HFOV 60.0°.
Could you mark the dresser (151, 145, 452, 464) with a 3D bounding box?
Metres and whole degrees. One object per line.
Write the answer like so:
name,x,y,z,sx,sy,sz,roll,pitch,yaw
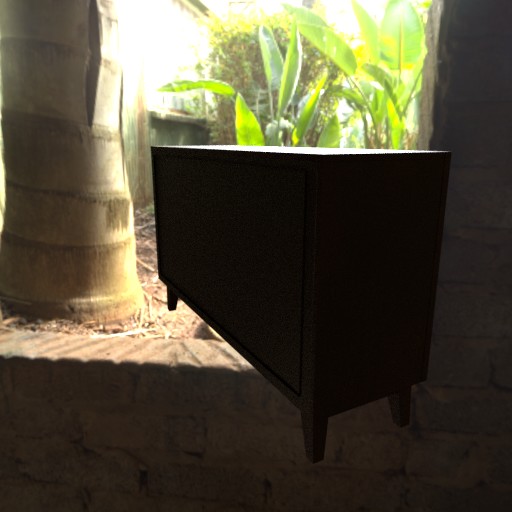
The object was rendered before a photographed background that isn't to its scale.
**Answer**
dresser,0.000,0.000,2.052,0.499,0.971,1.609,-8,17,-27
